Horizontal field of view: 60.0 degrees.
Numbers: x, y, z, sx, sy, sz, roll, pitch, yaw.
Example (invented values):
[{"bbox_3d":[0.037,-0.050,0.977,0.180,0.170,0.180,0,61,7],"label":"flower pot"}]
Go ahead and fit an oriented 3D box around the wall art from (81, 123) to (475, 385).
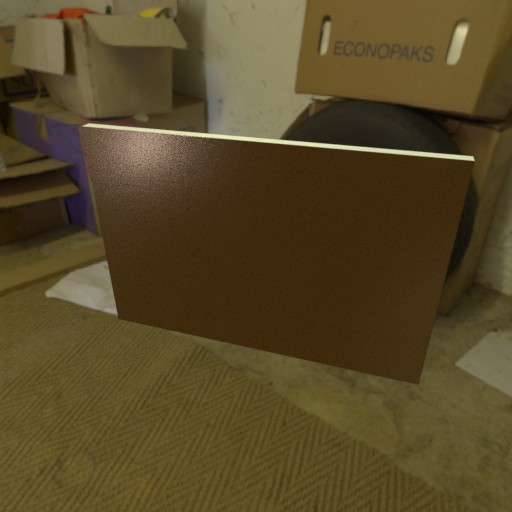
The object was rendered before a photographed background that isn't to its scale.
[{"bbox_3d":[0.000,0.000,1.449,1.145,0.762,0.041,9,31,15],"label":"wall art"}]
